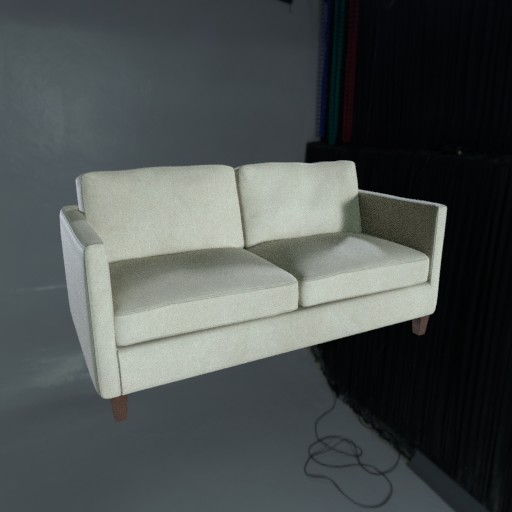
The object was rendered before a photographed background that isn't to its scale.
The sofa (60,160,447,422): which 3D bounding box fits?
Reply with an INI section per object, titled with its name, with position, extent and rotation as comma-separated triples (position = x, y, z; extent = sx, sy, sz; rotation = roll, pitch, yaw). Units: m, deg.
[sofa]
position = 0.000, 0.000, 2.381
extent = 1.846, 0.940, 0.950
rotation = -8, 18, -27
